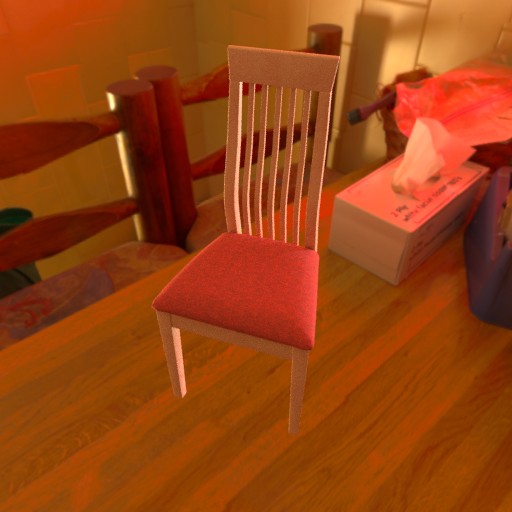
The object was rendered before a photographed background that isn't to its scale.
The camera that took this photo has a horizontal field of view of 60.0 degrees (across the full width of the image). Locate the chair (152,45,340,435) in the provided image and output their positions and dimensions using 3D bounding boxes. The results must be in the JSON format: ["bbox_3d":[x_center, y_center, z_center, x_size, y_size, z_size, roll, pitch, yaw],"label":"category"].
[{"bbox_3d":[0.000,0.000,1.299,0.460,1.027,0.474,13,42,14],"label":"chair"}]
